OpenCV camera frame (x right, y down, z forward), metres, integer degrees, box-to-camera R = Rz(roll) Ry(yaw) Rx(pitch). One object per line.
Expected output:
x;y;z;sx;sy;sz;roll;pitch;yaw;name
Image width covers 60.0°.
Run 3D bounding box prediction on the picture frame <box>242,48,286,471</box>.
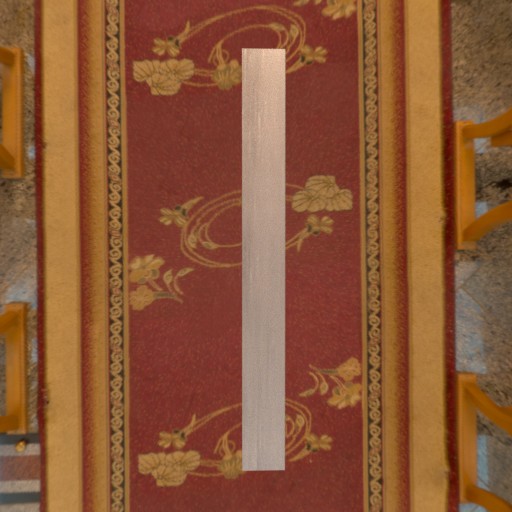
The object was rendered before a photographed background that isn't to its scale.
0.000;0.000;0.749;0.046;0.555;0.449;0;91;-2;picture frame
